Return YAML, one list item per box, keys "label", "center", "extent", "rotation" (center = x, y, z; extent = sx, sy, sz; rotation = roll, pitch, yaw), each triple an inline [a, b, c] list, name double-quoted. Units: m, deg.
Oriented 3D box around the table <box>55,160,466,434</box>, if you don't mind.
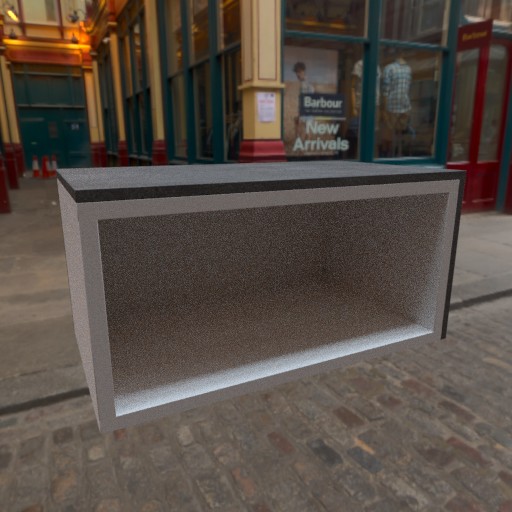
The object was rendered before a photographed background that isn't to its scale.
- label: "table"
  center: [0.000, 0.000, 0.914]
  extent: [0.700, 0.350, 0.400]
  rotation: [-7, 17, -26]
